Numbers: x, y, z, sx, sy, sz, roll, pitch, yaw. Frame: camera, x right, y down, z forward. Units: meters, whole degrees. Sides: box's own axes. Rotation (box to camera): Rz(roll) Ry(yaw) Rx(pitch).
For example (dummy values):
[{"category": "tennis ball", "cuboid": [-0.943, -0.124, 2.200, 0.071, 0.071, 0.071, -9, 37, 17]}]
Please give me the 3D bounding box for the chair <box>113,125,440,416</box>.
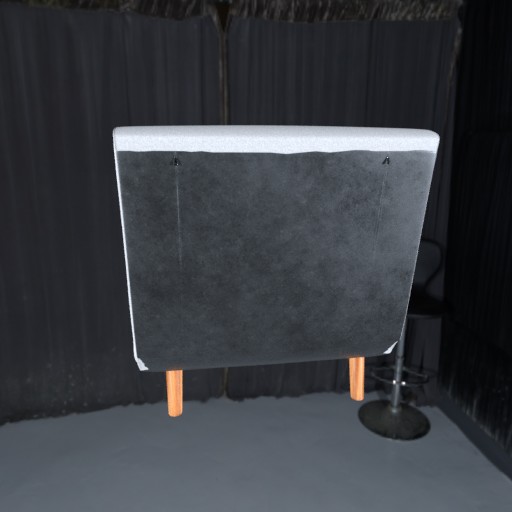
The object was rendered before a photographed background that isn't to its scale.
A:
[{"category": "chair", "cuboid": [0.000, 0.000, 1.502, 0.770, 0.808, 0.902, -2, 13, -9]}]
